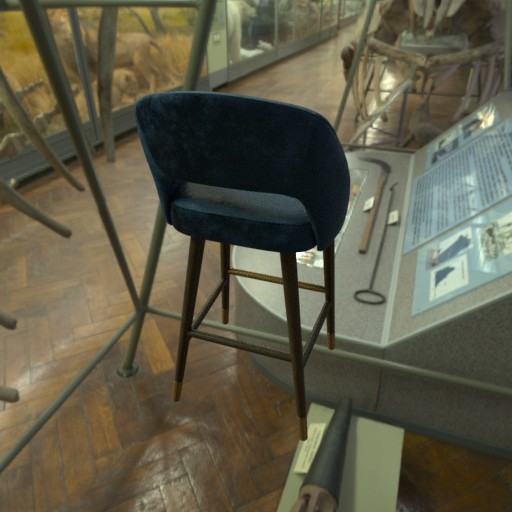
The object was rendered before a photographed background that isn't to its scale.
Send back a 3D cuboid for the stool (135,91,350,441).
[{"bbox_3d":[0.000,0.000,1.317,0.514,1.016,0.515,11,33,17],"label":"stool"}]
